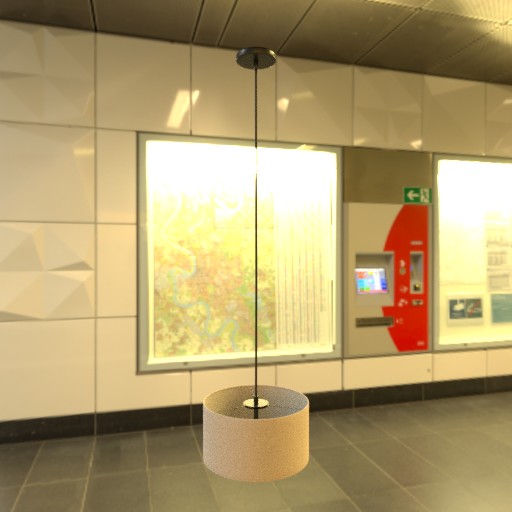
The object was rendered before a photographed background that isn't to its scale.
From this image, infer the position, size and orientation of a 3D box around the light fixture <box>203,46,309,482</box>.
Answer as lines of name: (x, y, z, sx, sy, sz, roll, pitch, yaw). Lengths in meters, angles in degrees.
light fixture: (0.000, 0.000, 1.682, 0.399, 1.516, 0.399, 0, 0, 0)
